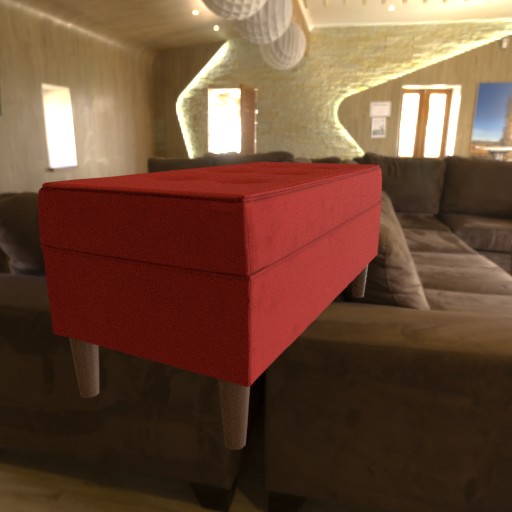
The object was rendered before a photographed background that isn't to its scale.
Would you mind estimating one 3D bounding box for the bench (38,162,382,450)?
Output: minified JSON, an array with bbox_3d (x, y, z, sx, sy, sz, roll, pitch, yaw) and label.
[{"bbox_3d":[0.000,0.000,1.252,0.492,0.471,1.016,7,16,26],"label":"bench"}]
